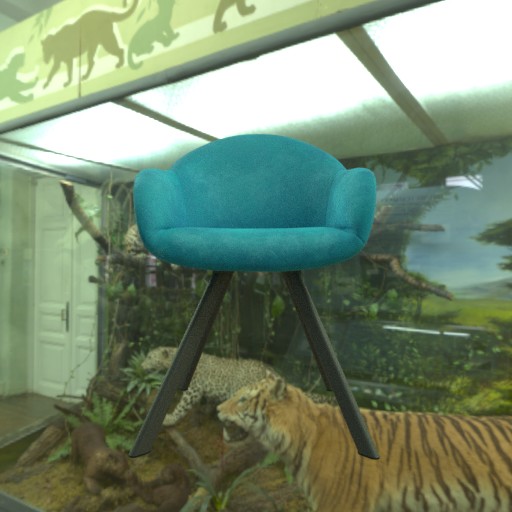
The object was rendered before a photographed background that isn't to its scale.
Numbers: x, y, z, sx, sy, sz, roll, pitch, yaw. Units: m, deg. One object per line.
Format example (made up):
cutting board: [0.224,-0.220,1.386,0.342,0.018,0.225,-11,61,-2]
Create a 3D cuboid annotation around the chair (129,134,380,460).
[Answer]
chair: [0.000,0.000,1.158,0.550,0.795,0.590,0,-1,1]
